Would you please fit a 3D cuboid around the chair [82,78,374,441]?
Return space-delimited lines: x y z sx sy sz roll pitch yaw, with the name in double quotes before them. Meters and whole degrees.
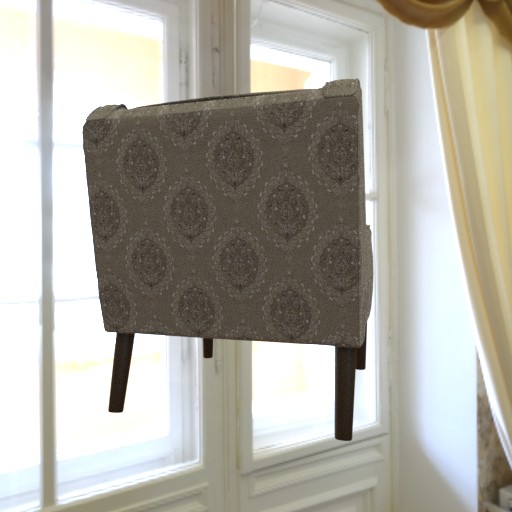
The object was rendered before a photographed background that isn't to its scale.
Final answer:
"chair" 0.000 0.000 1.327 0.665 0.797 0.750 0 1 17
